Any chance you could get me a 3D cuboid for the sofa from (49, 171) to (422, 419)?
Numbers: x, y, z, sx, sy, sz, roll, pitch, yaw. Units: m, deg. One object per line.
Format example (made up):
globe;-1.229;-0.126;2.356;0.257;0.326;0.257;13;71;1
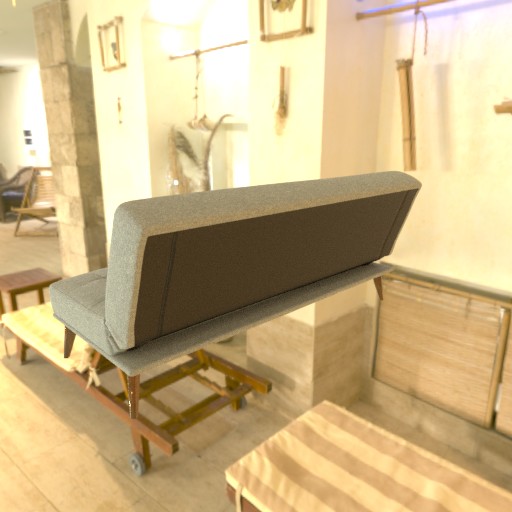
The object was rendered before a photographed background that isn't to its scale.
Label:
sofa;0.000;0.000;2.280;1.800;0.810;0.860;-15;21;-42
